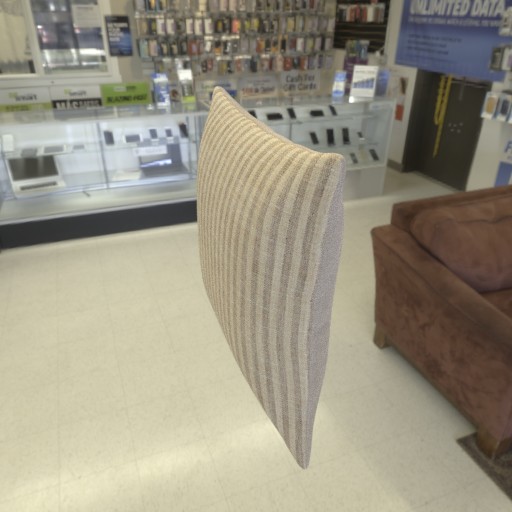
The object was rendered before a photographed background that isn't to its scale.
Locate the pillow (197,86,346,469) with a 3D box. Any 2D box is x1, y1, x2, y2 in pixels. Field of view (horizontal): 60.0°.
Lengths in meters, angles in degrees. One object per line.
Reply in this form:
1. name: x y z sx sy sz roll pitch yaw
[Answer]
1. pillow: 0.000 0.000 0.798 0.166 0.510 0.523 -10 31 -16
